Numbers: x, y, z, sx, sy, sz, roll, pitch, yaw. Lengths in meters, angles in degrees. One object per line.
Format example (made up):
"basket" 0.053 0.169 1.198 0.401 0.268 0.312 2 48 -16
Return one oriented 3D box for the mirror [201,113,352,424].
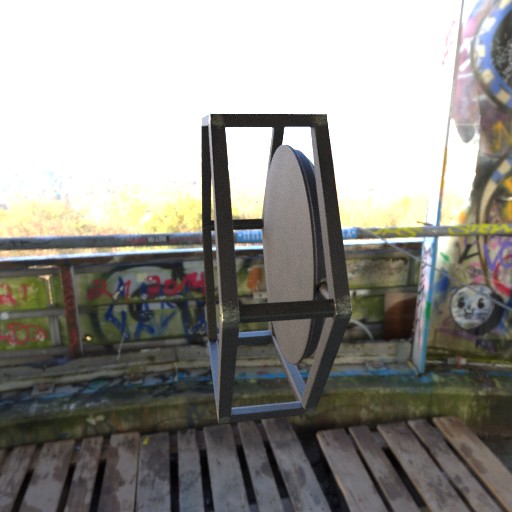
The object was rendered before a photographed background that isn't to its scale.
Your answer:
"mirror" 0.000 0.000 0.555 0.119 0.334 0.380 -3 16 -9
